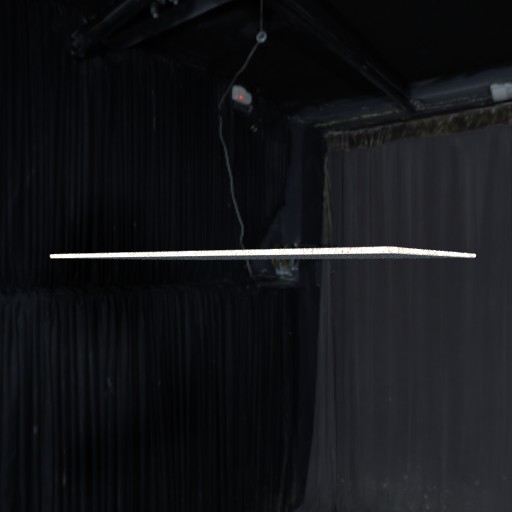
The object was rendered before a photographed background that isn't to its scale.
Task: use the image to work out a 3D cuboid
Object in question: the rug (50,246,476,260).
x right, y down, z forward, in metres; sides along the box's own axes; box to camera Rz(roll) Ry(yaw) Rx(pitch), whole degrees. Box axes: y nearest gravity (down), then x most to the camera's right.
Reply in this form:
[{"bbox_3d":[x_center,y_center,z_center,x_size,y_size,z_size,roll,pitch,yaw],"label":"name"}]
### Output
[{"bbox_3d":[0.000,0.000,3.384,2.743,0.030,1.778,-1,-1,37],"label":"rug"}]
